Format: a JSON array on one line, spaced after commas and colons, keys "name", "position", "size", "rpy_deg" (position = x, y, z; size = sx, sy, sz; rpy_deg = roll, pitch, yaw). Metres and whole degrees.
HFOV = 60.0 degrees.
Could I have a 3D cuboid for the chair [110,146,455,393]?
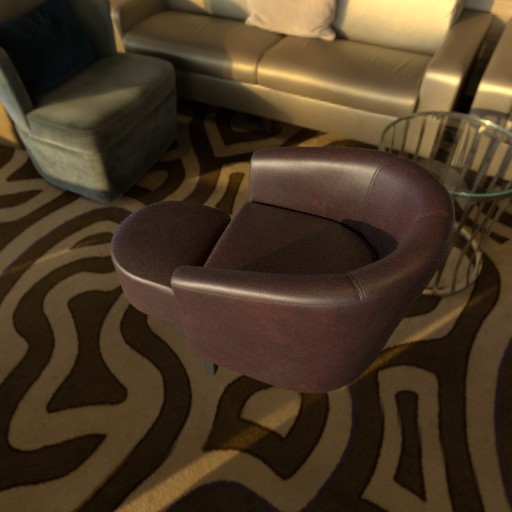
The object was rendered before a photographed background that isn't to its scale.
[{"name": "chair", "position": [0.000, 0.000, 1.620], "size": [1.176, 0.755, 0.737], "rpy_deg": [16, 49, 14]}]
